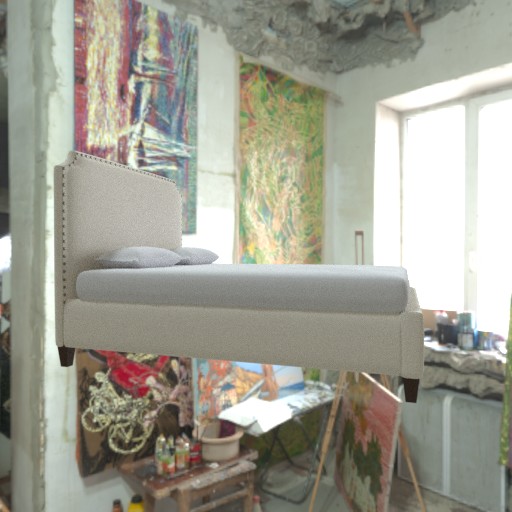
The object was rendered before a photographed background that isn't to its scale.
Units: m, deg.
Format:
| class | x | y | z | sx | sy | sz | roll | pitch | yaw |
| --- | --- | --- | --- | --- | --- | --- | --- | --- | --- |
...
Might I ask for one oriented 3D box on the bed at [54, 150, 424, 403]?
| class | x | y | z | sx | sy | sz | roll | pitch | yaw |
| --- | --- | --- | --- | --- | --- | --- | --- | --- | --- |
| bed | 0.000 | 0.000 | 3.419 | 2.372 | 1.497 | 1.712 | 0 | 1 | 19 |
